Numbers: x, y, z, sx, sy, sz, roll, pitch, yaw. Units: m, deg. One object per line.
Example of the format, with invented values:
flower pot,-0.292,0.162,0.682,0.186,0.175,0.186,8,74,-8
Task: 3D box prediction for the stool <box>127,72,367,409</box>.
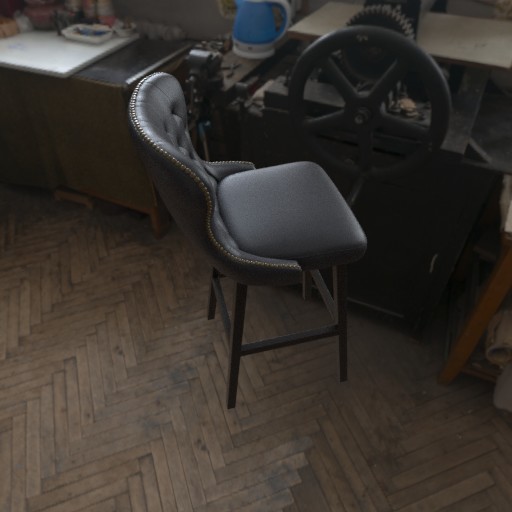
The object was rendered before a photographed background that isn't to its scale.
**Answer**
stool,0.000,0.000,1.406,0.601,1.050,0.528,-10,45,-10
